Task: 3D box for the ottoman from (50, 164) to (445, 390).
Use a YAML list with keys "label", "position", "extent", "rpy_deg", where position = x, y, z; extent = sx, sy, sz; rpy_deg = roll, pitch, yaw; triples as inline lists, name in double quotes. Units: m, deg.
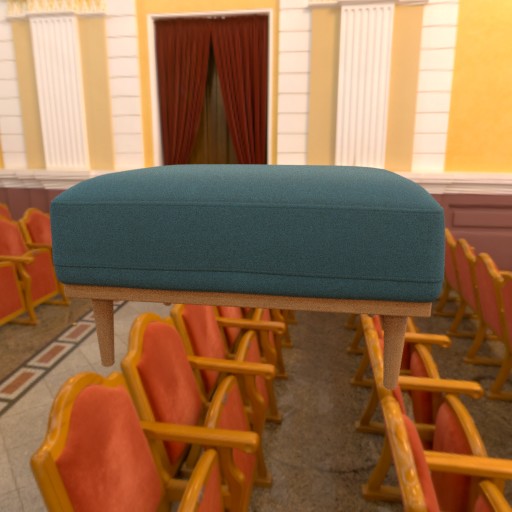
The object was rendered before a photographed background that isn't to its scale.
- label: "ottoman"
  position: [0.000, 0.000, 1.076]
  extent: [0.749, 0.428, 0.549]
  rpy_deg: [2, 14, 9]
